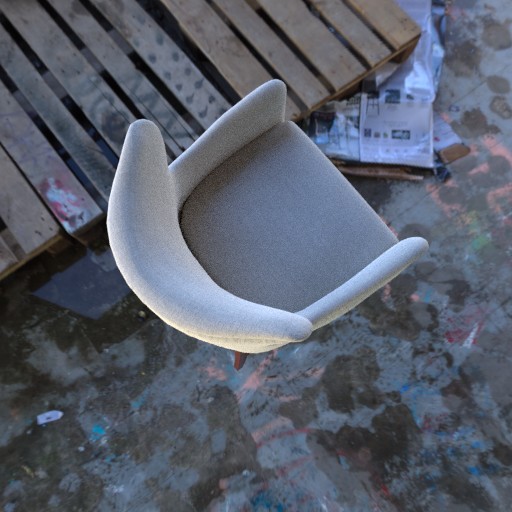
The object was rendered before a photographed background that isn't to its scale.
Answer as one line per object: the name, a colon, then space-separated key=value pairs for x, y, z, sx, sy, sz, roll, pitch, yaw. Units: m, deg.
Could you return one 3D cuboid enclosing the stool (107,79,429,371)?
stool: x=0.000 y=0.000 z=1.367 sx=0.637 sy=0.987 sz=0.615 roll=-36 pitch=77 yaw=-10
